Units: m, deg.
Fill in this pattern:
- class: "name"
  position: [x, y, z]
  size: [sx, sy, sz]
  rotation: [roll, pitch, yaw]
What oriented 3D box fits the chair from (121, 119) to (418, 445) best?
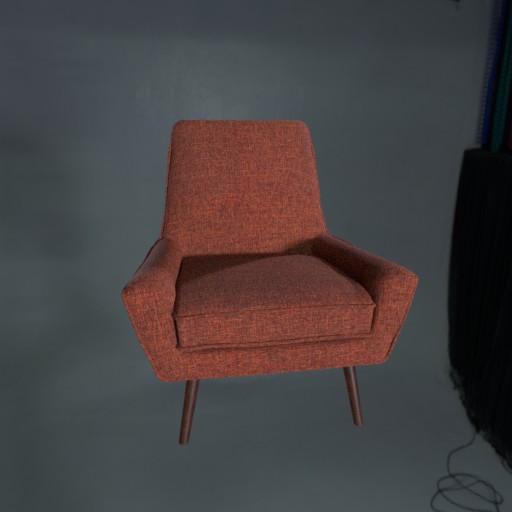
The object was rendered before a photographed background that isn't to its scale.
- class: "chair"
  position: [0.000, 0.000, 1.515]
  size: [0.803, 0.911, 0.784]
  rotation: [-2, 15, -9]
